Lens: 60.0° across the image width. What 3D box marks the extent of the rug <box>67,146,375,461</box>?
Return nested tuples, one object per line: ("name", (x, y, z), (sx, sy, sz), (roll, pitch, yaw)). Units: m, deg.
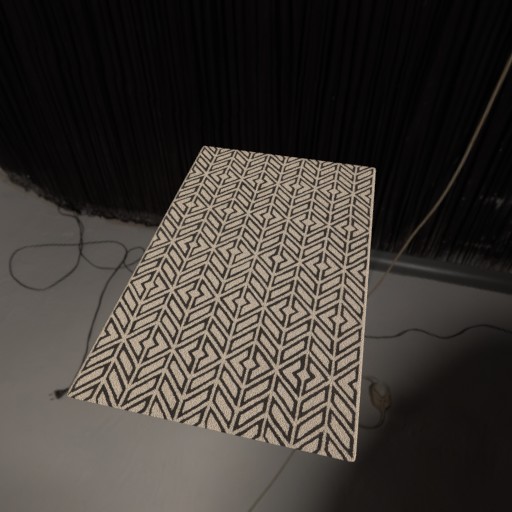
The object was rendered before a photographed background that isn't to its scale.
("rug", (0.000, 0.000, 3.048), (1.523, 0.008, 2.438), (9, 47, 9))
